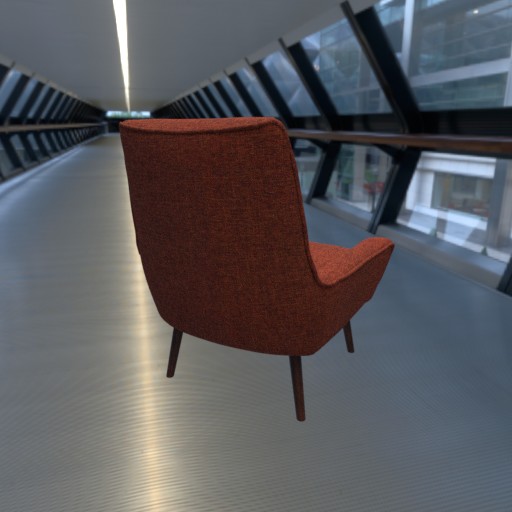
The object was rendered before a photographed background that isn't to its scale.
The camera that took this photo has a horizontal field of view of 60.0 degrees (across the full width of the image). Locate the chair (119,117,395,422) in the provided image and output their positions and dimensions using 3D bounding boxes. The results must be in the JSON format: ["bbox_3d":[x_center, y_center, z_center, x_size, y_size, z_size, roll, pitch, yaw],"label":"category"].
[{"bbox_3d":[0.000,0.000,1.562,0.803,0.911,0.784,8,18,28],"label":"chair"}]
